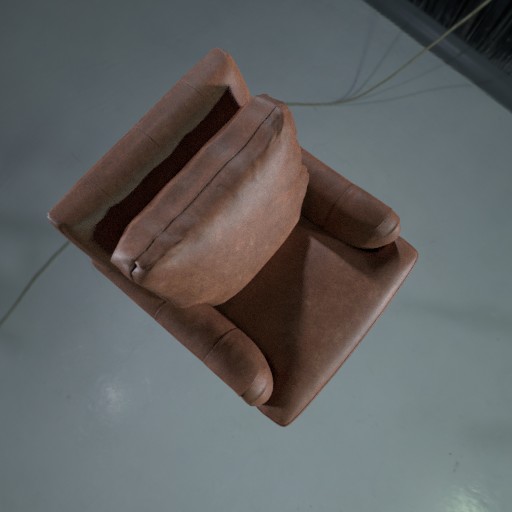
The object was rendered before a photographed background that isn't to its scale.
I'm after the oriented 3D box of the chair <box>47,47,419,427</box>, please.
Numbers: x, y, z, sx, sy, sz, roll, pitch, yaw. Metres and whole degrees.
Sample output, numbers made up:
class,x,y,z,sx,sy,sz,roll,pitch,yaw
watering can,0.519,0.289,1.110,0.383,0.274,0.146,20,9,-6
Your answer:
class,x,y,z,sx,sy,sz,roll,pitch,yaw
chair,0.000,0.000,1.940,1.158,1.055,0.986,39,79,9
